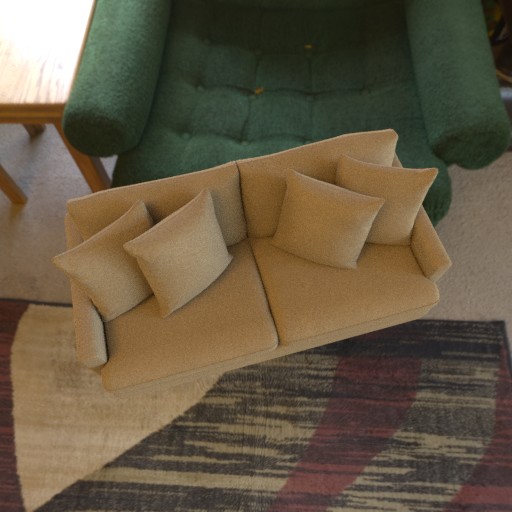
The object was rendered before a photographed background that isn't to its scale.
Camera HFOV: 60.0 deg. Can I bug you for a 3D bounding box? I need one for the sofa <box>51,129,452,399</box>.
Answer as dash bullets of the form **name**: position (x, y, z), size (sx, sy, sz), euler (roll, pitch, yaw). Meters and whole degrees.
- **sofa**: position (0.000, 0.000, 2.974), size (2.380, 1.084, 1.228), euler (-14, 65, -7)
